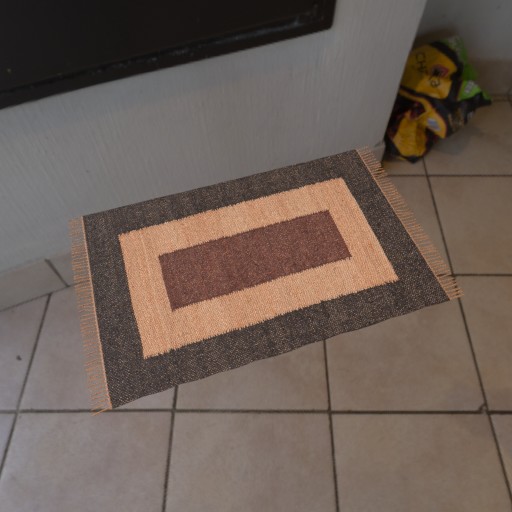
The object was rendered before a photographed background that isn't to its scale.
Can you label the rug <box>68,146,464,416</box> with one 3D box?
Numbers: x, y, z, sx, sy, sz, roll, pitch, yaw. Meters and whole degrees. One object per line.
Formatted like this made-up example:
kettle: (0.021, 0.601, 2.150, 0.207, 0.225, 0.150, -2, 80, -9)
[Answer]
rug: (0.000, 0.000, 1.933, 1.541, 0.013, 0.920, -16, 59, -10)
